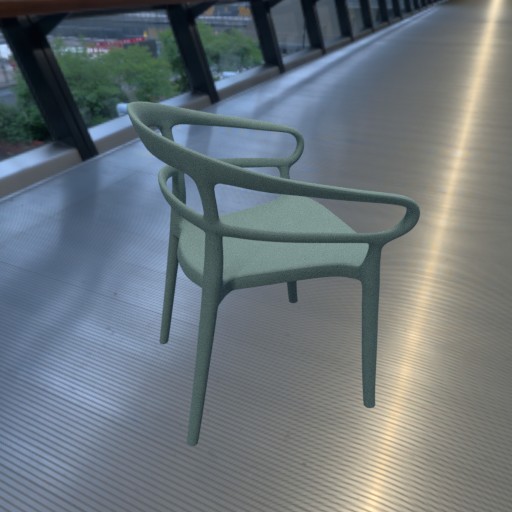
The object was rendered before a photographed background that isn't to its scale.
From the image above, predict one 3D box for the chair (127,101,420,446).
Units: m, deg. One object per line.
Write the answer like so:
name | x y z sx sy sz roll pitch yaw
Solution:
chair | 0.000 0.000 1.129 0.527 0.761 0.559 -11 33 -17
